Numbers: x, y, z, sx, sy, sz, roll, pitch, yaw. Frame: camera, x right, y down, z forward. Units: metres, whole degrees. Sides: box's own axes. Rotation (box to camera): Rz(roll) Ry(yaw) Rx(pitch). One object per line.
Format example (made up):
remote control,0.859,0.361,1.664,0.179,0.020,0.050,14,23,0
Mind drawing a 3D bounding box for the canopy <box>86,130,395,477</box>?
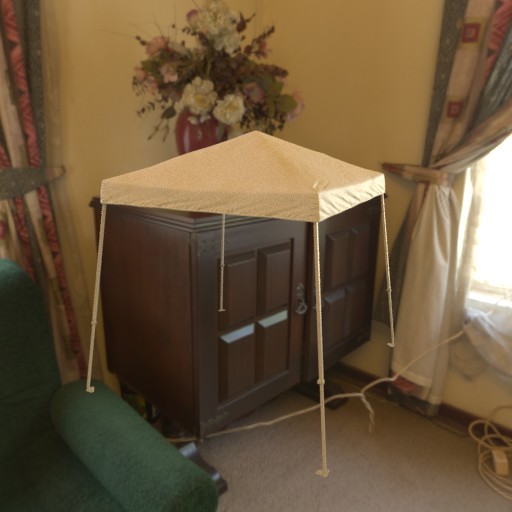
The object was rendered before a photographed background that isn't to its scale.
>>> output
canopy,0.000,0.000,6.612,3.599,3.600,3.600,8,16,27
